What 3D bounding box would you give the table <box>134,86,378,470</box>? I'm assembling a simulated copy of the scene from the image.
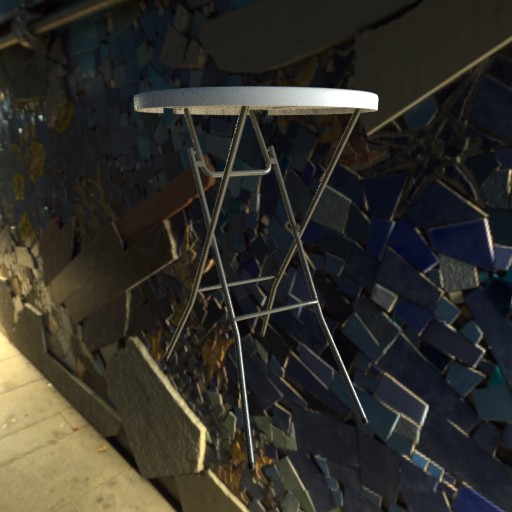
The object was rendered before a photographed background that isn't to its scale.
[{"bbox_3d":[0.000,0.000,1.636,0.792,1.105,0.795,-9,18,-28],"label":"table"}]
